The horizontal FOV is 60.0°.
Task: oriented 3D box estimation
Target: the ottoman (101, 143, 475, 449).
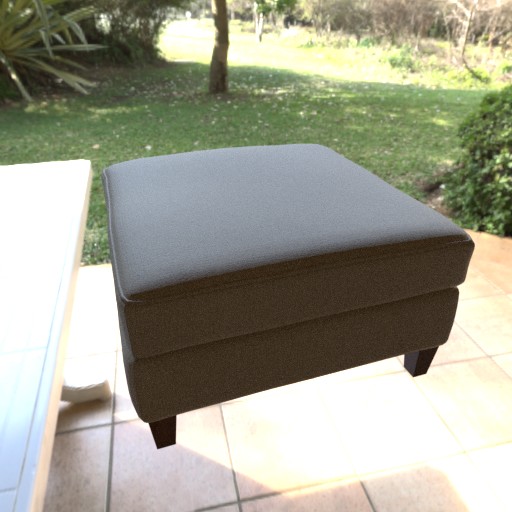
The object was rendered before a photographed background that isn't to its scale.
[{"bbox_3d":[0.000,0.000,1.348,0.838,0.503,0.838,-10,32,-16],"label":"ottoman"}]
